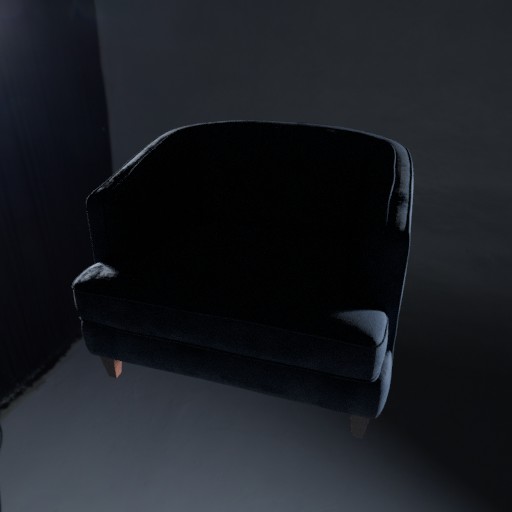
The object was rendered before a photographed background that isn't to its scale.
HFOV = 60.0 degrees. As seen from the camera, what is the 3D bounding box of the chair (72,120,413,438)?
[{"bbox_3d":[0.000,0.000,1.724,1.094,0.852,0.940,8,29,15],"label":"chair"}]
